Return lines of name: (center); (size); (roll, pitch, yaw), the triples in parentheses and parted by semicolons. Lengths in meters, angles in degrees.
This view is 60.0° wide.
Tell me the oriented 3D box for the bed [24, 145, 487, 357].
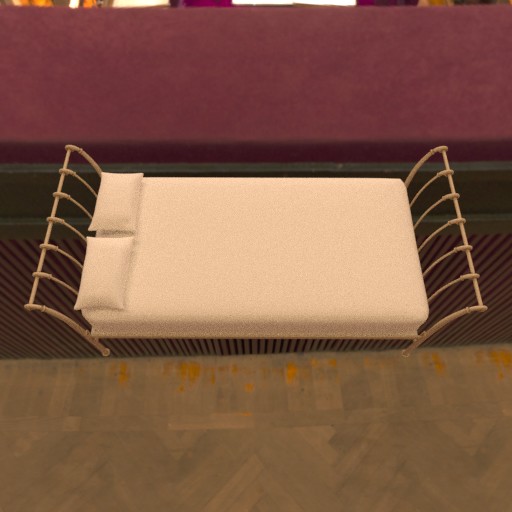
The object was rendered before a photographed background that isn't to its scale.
bed: (0.000, 0.000, 2.726); (2.228, 0.873, 1.032); (0, 63, 0)
